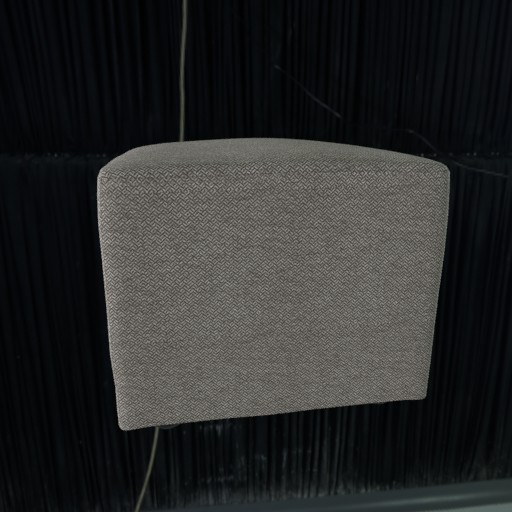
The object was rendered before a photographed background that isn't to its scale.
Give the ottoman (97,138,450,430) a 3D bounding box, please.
[{"bbox_3d":[0.000,0.000,0.892,0.512,0.453,0.519,-3,17,-9],"label":"ottoman"}]
